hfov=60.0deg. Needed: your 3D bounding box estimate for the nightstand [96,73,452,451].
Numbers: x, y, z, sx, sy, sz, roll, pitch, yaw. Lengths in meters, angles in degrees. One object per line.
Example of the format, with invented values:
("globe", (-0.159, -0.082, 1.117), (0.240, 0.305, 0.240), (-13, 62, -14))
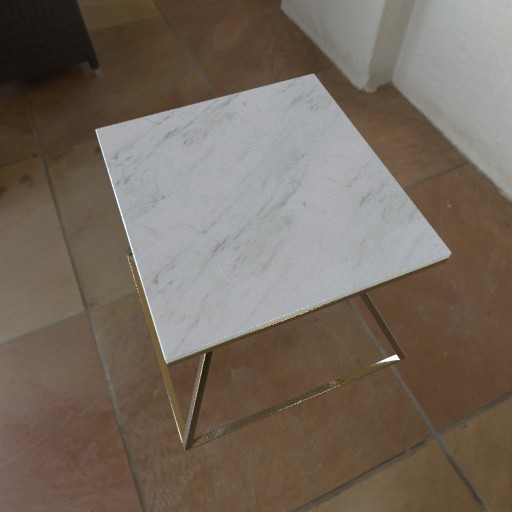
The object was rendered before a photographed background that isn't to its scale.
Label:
("nightstand", (0.000, 0.000, 0.898), (0.514, 0.426, 0.513), (-19, 59, -12))
